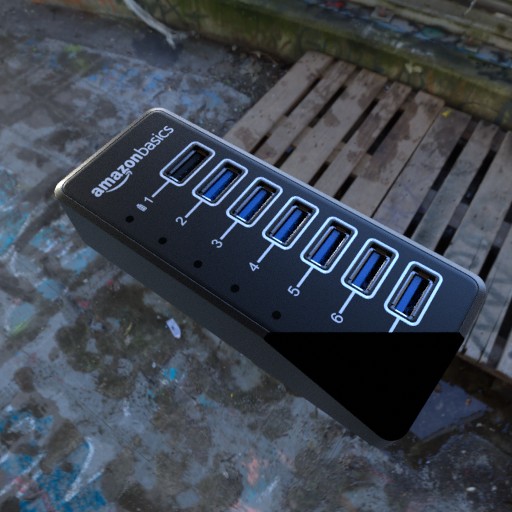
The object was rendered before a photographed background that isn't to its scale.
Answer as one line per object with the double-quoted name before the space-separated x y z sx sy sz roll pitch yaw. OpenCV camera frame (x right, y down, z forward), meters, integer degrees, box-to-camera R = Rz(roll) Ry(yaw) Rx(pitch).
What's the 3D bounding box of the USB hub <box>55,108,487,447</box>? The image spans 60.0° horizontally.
"USB hub" 0.000 0.000 0.124 0.110 0.023 0.044 32 64 17
